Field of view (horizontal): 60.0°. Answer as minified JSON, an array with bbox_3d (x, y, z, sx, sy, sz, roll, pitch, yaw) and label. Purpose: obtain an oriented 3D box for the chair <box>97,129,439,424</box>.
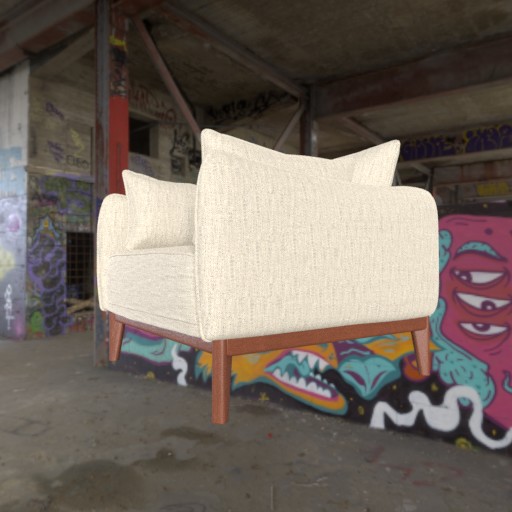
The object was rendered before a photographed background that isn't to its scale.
[{"bbox_3d":[0.000,0.000,1.714,0.991,0.855,0.994,1,-1,-35],"label":"chair"}]
